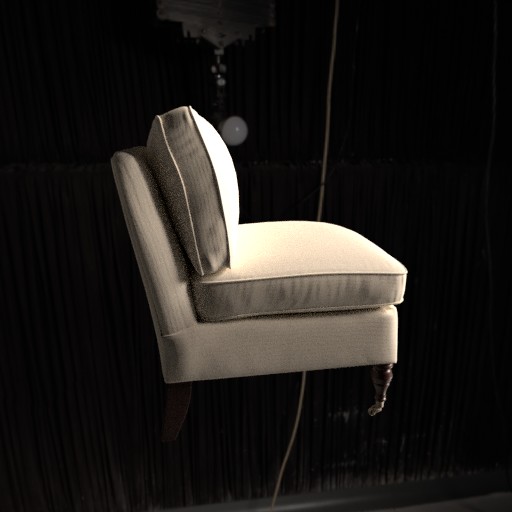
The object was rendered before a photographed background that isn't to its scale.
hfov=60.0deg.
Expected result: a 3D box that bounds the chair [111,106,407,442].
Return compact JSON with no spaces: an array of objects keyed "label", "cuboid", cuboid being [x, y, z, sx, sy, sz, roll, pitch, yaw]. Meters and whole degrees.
[{"label":"chair","cuboid":[0.000,0.000,1.436,0.781,0.887,0.630,-2,15,-9]}]
